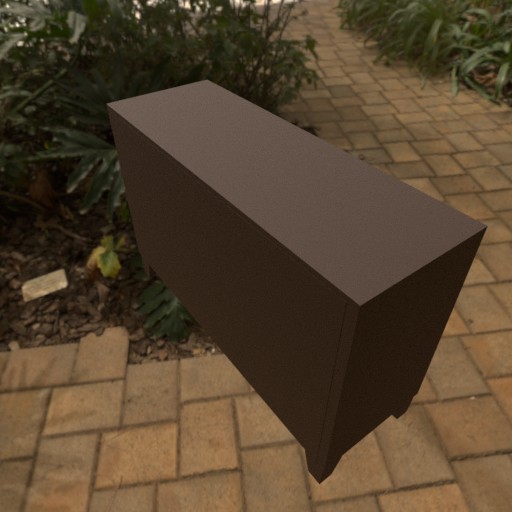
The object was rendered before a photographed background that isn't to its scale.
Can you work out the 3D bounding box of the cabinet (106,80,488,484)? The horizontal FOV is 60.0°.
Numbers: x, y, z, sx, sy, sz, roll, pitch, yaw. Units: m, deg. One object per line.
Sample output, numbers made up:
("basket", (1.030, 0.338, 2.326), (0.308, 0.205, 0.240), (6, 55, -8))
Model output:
("cabinet", (0.000, 0.000, 1.778), (0.482, 0.914, 1.396), (-26, 46, -27))
